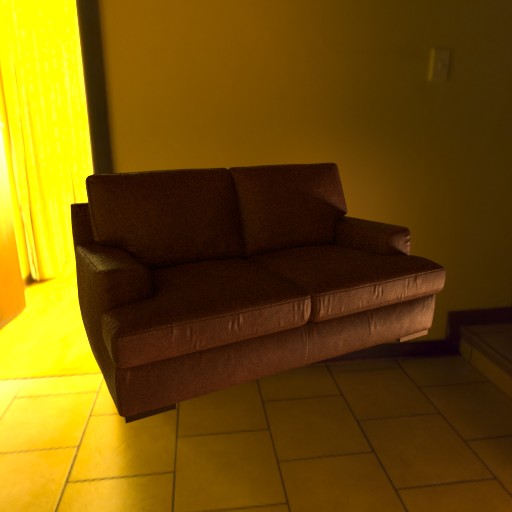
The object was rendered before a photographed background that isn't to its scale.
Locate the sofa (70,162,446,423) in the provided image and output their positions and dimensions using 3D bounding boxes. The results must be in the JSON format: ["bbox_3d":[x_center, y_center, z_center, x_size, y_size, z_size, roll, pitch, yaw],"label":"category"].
[{"bbox_3d":[0.000,0.000,2.518,1.880,0.939,1.143,-9,19,-27],"label":"sofa"}]
